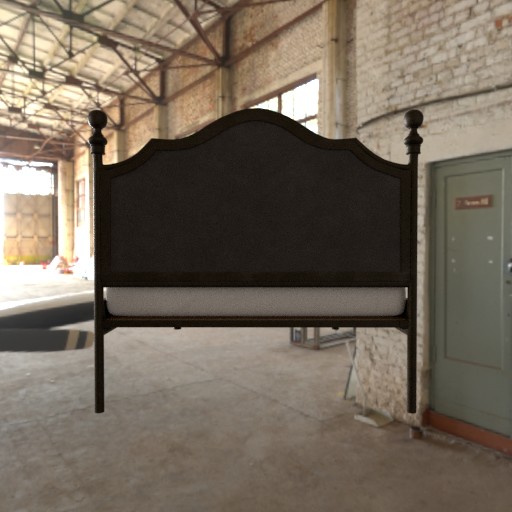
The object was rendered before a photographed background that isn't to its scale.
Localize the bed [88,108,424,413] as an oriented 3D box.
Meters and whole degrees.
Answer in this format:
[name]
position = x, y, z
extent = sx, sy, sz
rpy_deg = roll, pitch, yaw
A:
[bed]
position = 0.000, 0.000, 3.255
extent = 1.642, 1.499, 2.224
rpy_deg = 0, 1, 0
